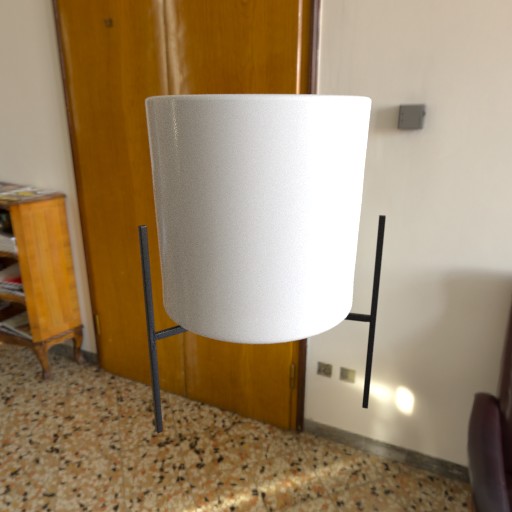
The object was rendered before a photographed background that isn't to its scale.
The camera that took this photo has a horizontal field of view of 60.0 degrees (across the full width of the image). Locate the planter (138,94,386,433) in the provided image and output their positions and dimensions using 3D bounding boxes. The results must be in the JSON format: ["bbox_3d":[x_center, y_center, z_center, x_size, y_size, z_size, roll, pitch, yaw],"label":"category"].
[{"bbox_3d":[0.000,0.000,0.641,0.307,0.431,0.308,-3,18,-9],"label":"planter"}]
